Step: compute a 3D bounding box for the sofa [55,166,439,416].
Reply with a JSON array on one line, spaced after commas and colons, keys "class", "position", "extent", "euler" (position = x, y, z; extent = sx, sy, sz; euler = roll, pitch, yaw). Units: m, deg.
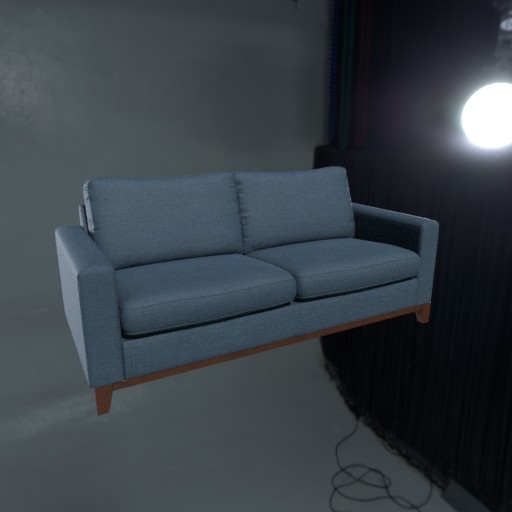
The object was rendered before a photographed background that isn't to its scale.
[{"class": "sofa", "position": [0.000, 0.000, 2.402], "extent": [1.900, 0.865, 0.877], "euler": [-8, 18, -27]}]
